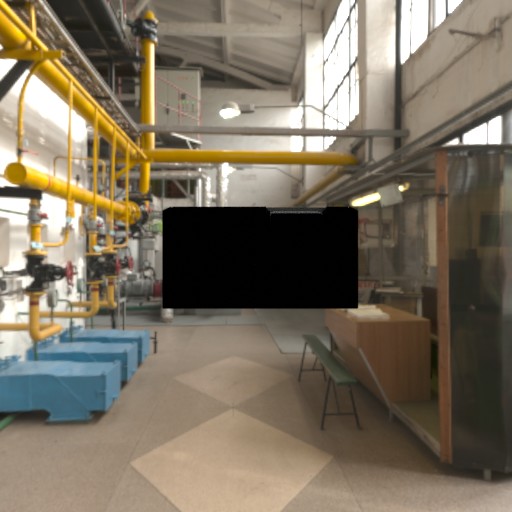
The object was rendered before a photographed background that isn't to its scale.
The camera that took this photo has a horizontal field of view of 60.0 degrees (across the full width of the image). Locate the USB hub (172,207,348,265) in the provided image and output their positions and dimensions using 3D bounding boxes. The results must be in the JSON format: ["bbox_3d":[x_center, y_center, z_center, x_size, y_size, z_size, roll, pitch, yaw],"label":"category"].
[{"bbox_3d":[0.000,0.000,0.128,0.044,0.023,0.110,0,1,-2],"label":"USB hub"}]
